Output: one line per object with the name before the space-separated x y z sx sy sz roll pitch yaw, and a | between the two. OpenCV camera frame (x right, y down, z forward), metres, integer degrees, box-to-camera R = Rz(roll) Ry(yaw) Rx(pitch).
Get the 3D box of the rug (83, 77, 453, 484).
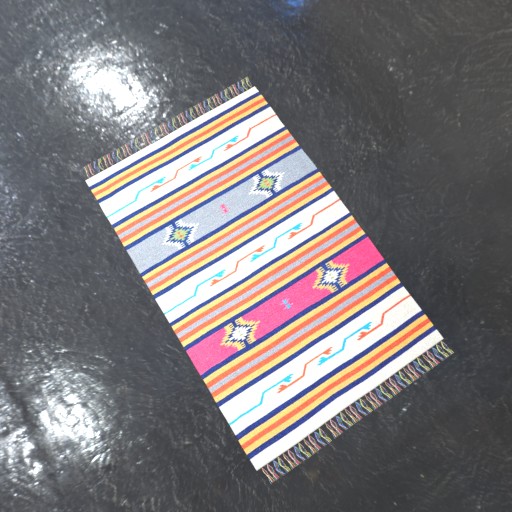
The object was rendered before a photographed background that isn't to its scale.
rug | 0.000 0.000 2.253 1.084 0.013 1.849 -32 77 -8
